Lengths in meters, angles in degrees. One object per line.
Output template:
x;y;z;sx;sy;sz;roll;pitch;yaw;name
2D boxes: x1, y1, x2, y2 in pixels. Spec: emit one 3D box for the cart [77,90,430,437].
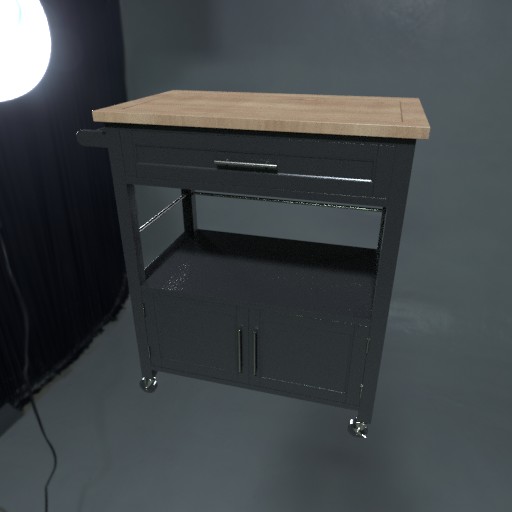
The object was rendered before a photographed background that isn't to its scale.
0.000;0.000;1.372;0.840;0.901;0.459;7;28;14;cart
